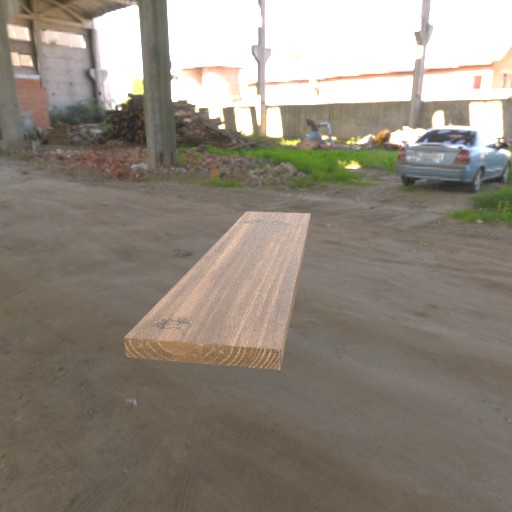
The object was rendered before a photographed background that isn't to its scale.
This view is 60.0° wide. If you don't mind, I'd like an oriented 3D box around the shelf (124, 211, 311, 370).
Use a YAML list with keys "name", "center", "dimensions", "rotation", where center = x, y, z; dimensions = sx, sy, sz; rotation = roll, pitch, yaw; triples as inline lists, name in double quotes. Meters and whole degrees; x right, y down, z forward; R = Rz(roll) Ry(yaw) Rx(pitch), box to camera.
- name: "shelf"
  center: [0.000, 0.000, 0.675]
  dimensions: [0.140, 0.020, 0.610]
  rotation: [3, 17, 9]
